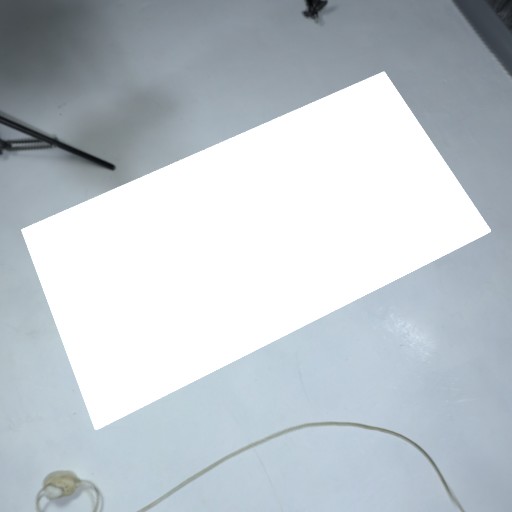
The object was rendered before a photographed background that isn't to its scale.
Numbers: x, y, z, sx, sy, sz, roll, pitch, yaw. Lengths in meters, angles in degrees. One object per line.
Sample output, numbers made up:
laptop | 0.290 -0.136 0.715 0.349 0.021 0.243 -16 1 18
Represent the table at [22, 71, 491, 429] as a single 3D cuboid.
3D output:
table | 0.000 0.000 1.407 1.107 0.510 0.550 -25 76 -7
